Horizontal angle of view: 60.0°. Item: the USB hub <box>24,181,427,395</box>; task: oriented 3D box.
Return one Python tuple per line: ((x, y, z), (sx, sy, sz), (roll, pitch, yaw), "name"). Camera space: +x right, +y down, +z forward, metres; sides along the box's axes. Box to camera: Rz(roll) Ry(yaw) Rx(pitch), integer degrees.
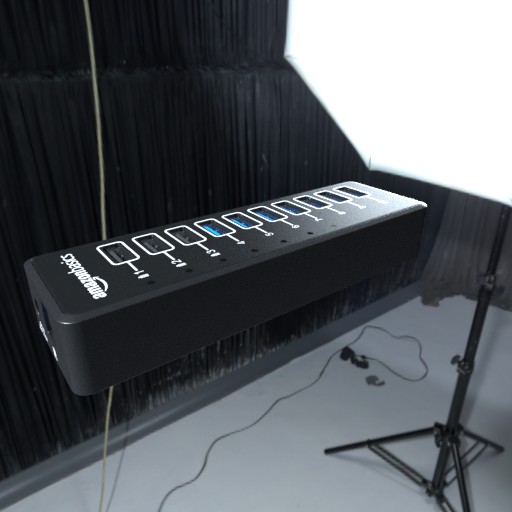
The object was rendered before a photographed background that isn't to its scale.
((0.000, 0.000, 0.162), (0.145, 0.023, 0.044), (-18, 31, -32), "USB hub")
